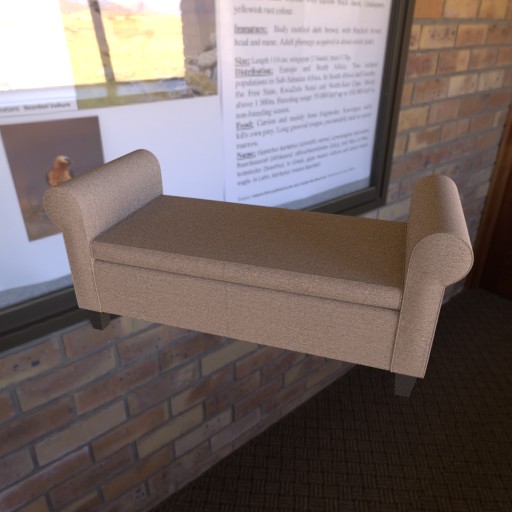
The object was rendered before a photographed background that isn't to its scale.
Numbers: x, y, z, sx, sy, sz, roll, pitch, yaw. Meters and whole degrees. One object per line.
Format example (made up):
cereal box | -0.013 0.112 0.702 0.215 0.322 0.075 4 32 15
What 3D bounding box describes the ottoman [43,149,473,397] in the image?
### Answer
ottoman | 0.000 0.000 1.539 1.256 0.547 0.521 8 28 16
